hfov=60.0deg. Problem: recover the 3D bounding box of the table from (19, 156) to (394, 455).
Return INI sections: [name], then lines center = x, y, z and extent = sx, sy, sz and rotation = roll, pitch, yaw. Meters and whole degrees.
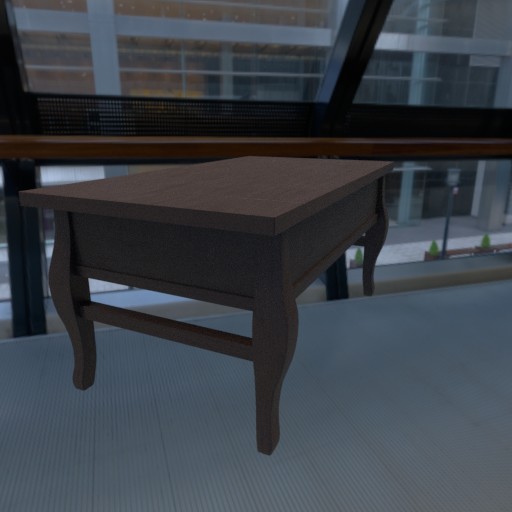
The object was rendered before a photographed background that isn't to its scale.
[table]
center = 0.000, 0.000, 1.328
extent = 0.600, 0.494, 1.062
rotation = 8, 19, 25
